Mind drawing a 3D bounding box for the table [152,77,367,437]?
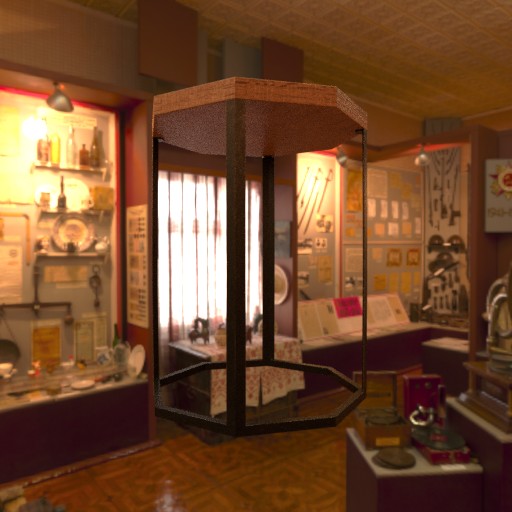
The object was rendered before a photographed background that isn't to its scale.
[{"bbox_3d":[0.000,0.000,0.896,0.437,0.553,0.437,-1,1,-37],"label":"table"}]
